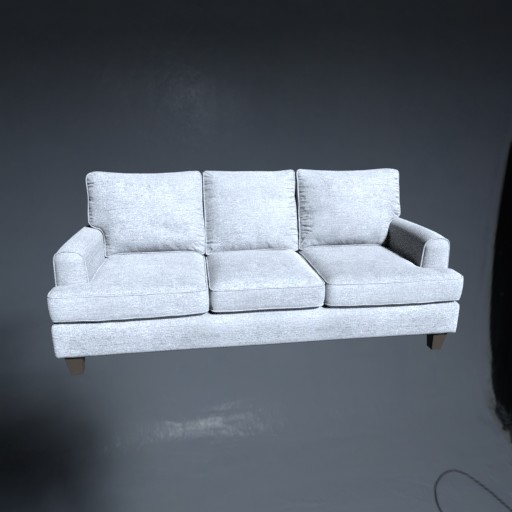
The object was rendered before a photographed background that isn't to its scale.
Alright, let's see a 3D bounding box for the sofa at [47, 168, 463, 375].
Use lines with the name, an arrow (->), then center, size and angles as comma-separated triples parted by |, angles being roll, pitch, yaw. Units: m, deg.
sofa -> 0.000, 0.000, 2.659 | 2.158, 0.965, 0.951 | -2, 16, -8
